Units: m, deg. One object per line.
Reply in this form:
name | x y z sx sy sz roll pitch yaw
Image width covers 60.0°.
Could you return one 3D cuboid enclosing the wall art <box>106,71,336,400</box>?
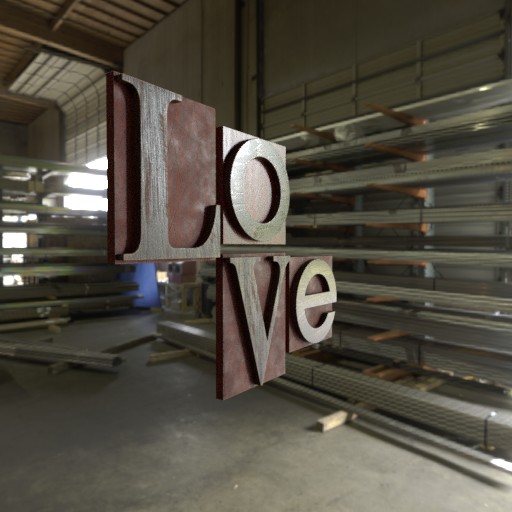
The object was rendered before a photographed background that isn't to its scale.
wall art | 0.000 0.000 0.842 0.030 0.497 0.635 1 2 36
